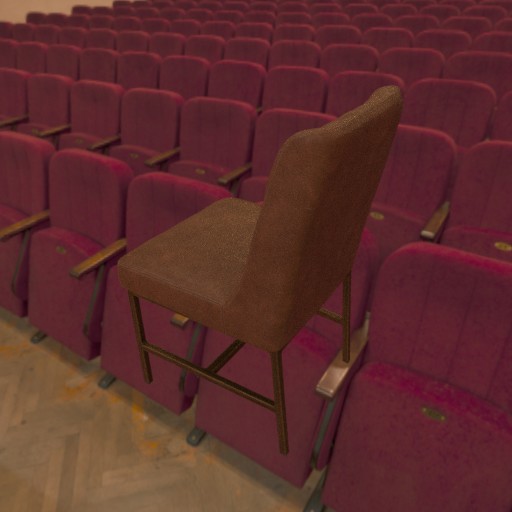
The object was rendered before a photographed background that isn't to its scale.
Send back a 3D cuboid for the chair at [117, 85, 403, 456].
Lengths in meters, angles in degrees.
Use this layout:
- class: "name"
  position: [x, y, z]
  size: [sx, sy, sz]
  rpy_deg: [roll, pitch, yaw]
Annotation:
- class: "chair"
  position: [0.000, 0.000, 1.228]
  size: [0.587, 0.889, 0.508]
  rpy_deg: [19, 37, 28]
